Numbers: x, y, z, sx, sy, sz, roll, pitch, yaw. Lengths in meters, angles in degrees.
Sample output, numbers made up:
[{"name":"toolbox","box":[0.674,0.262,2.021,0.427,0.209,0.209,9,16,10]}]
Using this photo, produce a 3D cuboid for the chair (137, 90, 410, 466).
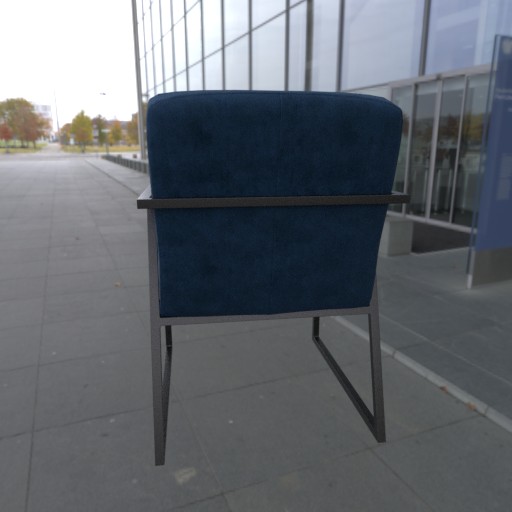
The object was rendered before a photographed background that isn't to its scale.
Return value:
[{"name":"chair","box":[0.000,0.000,1.267,0.571,0.833,0.677,-2,14,-8]}]
